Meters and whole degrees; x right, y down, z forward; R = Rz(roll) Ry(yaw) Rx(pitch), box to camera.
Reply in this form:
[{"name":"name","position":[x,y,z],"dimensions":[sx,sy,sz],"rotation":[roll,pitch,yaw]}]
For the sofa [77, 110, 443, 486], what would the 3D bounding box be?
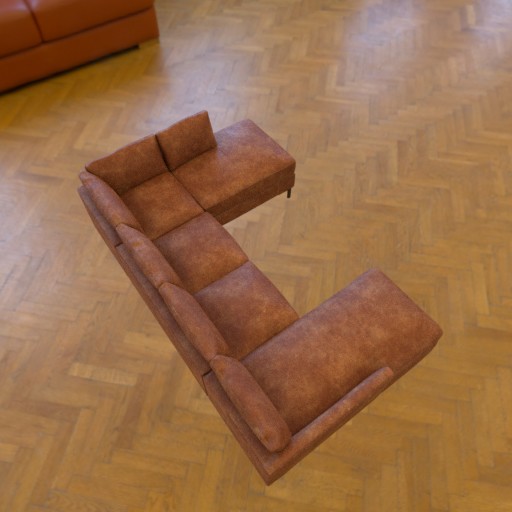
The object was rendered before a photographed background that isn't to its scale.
[{"name":"sofa","position":[0.000,0.000,3.823],"dimensions":[1.939,0.900,2.956],"rotation":[-31,61,-19]}]
